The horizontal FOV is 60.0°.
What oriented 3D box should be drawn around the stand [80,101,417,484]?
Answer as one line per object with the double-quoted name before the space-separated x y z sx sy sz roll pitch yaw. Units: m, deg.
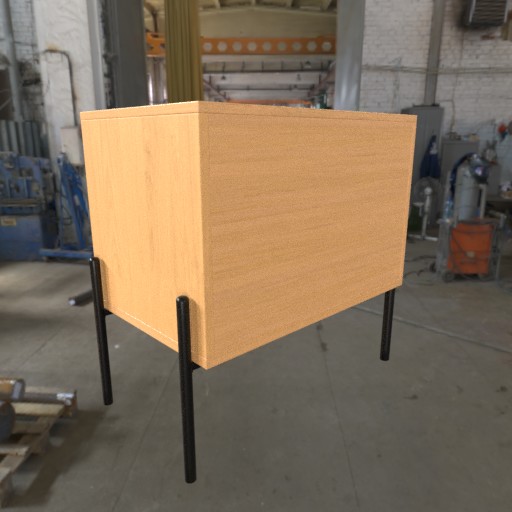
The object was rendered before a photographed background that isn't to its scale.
"stand" 0.000 0.000 0.983 0.630 0.600 0.400 -14 20 -42
